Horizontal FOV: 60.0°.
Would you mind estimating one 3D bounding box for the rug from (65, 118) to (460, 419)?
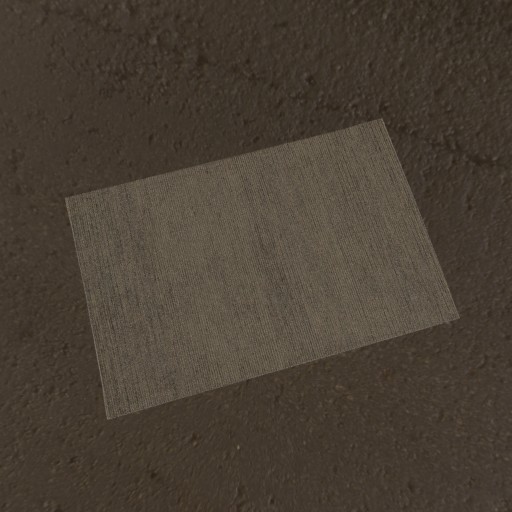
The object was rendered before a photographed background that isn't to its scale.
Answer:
[{"bbox_3d":[0.000,0.000,2.255,1.773,0.021,1.149,-15,76,-4],"label":"rug"}]
